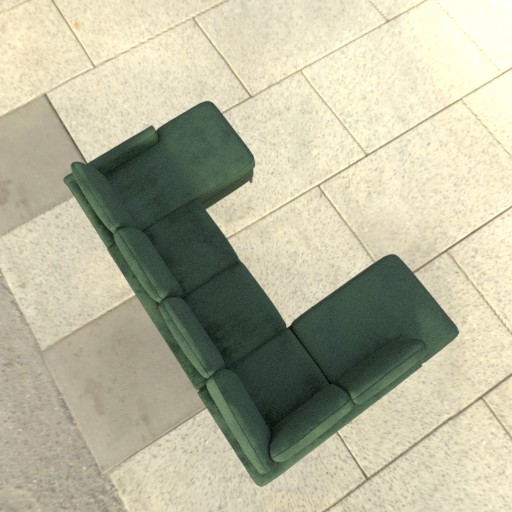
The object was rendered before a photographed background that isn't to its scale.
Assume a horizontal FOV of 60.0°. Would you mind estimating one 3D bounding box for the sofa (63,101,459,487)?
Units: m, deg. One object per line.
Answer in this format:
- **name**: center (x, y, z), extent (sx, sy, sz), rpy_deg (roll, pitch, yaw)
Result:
- **sofa**: center (0.000, 0.000, 3.781), extent (1.992, 0.861, 2.994), rpy_deg (-34, 78, -8)
